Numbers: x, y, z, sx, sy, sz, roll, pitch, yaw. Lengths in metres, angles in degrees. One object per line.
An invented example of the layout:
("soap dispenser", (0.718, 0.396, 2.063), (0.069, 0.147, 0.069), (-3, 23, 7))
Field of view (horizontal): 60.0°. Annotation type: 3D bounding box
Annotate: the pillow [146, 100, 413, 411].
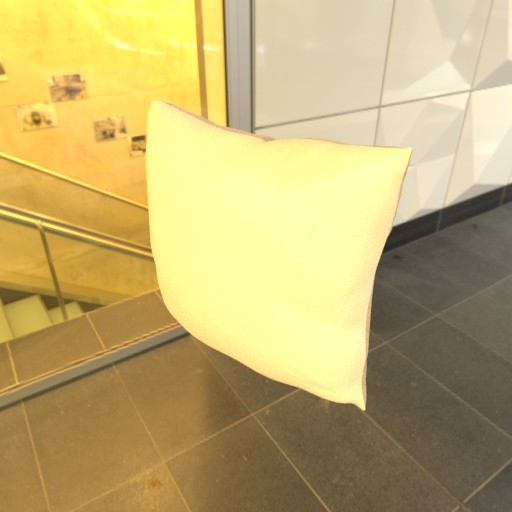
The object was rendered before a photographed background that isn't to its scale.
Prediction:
("pillow", (0.000, 0.000, 0.740), (0.450, 0.448, 0.245), (21, 37, 31))
